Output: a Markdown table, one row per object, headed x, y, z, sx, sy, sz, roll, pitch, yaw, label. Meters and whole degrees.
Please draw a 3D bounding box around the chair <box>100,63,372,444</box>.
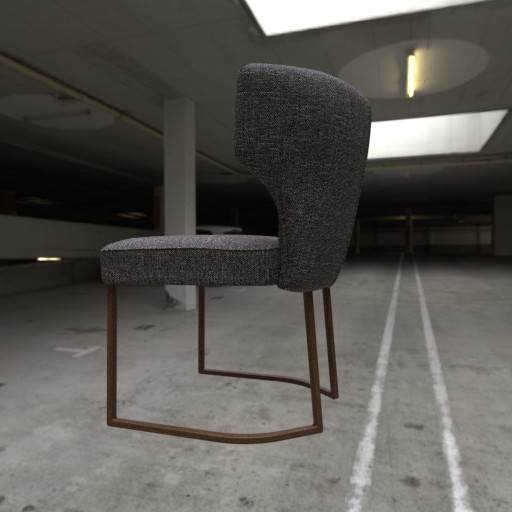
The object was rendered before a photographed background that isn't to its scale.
| x | y | z | sx | sy | sz | roll | pitch | yaw | label |
| --- | --- | --- | --- | --- | --- | --- | --- | --- | --- |
| 0.000 | 0.000 | 1.220 | 0.617 | 0.824 | 0.611 | 0 | 0 | 19 | chair |
